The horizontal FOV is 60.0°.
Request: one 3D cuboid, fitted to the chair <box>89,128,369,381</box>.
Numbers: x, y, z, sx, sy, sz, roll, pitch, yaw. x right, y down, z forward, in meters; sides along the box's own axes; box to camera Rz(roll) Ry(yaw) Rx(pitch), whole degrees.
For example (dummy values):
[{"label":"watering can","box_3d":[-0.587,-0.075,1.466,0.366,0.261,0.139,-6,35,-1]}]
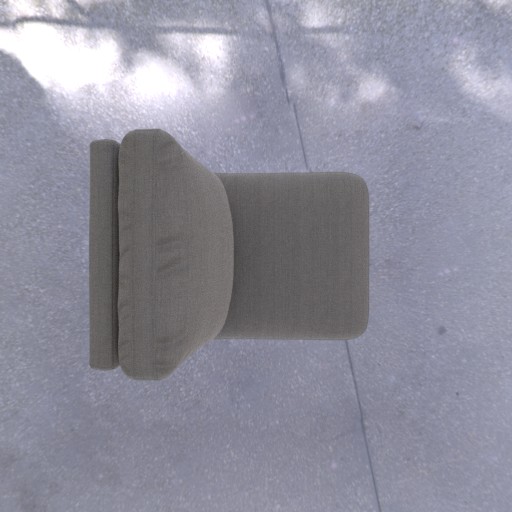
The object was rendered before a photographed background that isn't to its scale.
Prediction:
[{"label":"chair","box_3d":[0.000,0.000,1.298,0.698,0.927,0.503,0,90,0]}]
